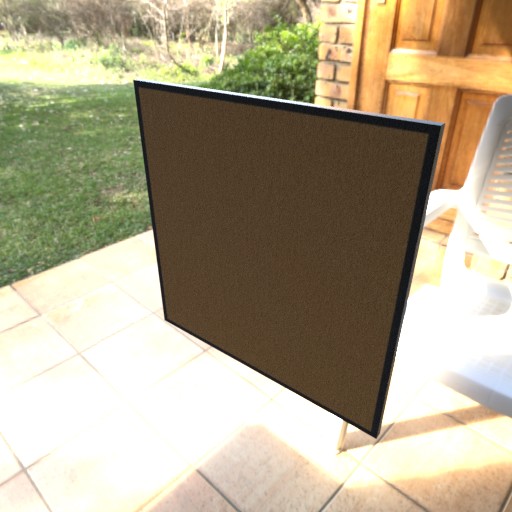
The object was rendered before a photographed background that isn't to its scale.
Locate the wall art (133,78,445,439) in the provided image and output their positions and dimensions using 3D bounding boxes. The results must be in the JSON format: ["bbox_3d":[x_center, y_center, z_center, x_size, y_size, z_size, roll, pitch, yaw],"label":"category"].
[{"bbox_3d":[0.000,0.000,1.168,0.805,0.803,0.022,21,36,32],"label":"wall art"}]
